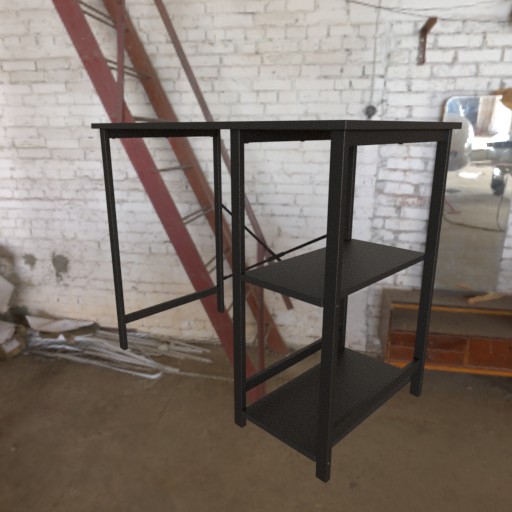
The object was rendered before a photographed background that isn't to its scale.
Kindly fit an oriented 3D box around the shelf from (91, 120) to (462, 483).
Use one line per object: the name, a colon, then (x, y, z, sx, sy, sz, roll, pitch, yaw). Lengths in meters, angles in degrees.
shelf: (0.000, 0.000, 1.302, 0.902, 0.749, 0.498, 15, 22, 42)
